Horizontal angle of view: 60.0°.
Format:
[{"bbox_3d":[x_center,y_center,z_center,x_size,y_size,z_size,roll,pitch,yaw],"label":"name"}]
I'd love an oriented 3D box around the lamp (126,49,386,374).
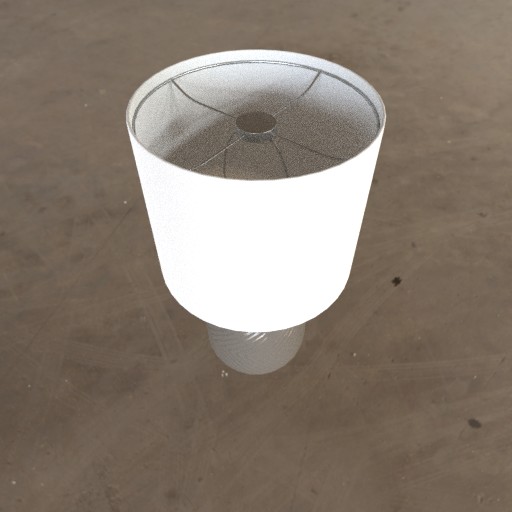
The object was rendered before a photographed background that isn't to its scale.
[{"bbox_3d":[0.000,0.000,0.493,0.207,0.366,0.207,30,54,25],"label":"lamp"}]
